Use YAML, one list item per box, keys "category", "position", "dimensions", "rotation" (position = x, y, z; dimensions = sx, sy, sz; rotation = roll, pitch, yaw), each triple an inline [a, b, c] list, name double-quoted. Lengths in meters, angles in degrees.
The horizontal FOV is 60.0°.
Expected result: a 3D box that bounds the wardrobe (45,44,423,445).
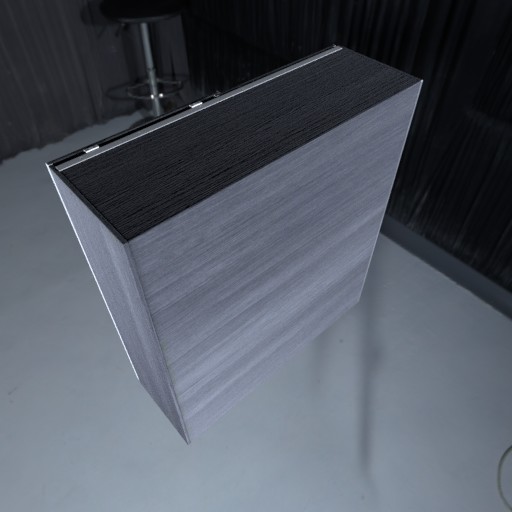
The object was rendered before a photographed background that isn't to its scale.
- category: "wardrobe"
  position: [0.000, 0.000, 2.799]
  dimensions: [1.780, 1.960, 0.629]
  rotation: [-34, 56, -26]
